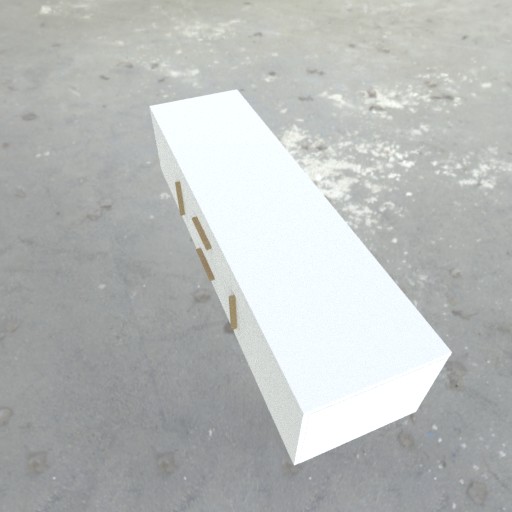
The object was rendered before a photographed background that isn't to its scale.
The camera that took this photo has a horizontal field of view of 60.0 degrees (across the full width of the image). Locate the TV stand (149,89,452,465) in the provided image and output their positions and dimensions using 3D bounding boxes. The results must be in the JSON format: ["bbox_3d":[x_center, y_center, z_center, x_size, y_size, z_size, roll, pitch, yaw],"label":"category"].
[{"bbox_3d":[0.000,0.000,1.614,0.401,0.560,1.398,-17,49,-15],"label":"TV stand"}]
